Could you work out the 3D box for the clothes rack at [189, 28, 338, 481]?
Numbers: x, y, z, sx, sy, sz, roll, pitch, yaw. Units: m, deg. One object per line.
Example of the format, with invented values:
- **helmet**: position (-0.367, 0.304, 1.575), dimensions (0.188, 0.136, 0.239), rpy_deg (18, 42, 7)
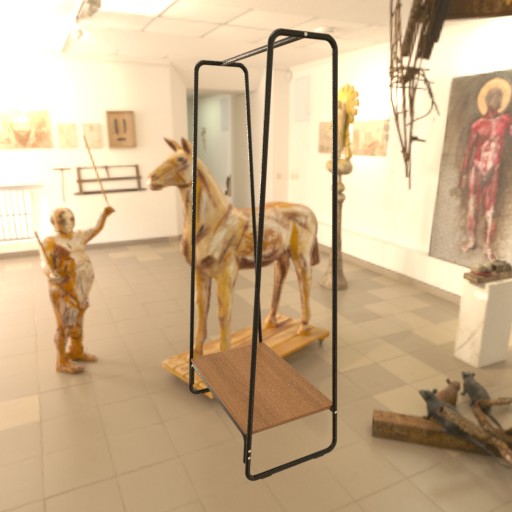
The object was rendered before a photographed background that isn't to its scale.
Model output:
- **clothes rack**: position (0.000, 0.000, 1.746), dimensions (0.400, 1.500, 0.640), rpy_deg (-8, 17, -26)
